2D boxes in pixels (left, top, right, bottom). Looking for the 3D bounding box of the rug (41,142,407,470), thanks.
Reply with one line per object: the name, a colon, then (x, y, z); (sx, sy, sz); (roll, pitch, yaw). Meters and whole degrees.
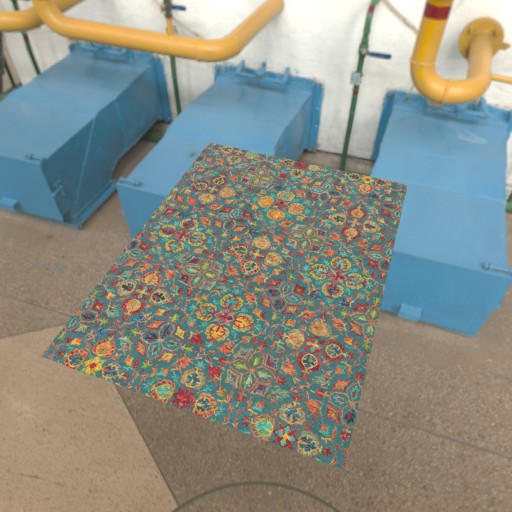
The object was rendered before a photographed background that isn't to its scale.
rug: (0.000, 0.000, 4.225); (2.434, 0.025, 3.204); (15, 49, 14)
